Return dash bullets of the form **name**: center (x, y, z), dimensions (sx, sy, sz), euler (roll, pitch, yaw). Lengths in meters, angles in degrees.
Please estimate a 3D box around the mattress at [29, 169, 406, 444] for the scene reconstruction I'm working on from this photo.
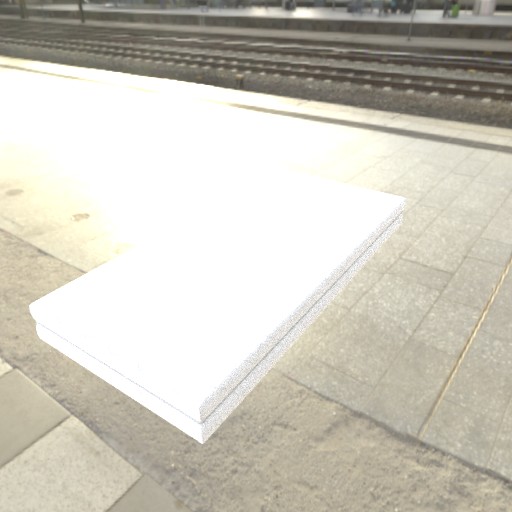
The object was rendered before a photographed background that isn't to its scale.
- **mattress**: center (0.000, 0.000, 2.258), dimensions (0.900, 0.200, 1.900), euler (19, 36, 29)
